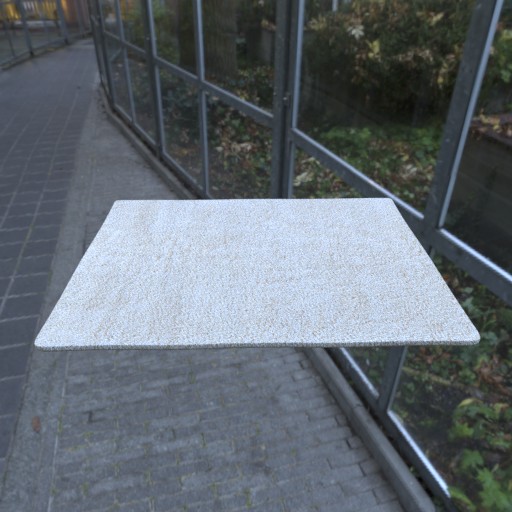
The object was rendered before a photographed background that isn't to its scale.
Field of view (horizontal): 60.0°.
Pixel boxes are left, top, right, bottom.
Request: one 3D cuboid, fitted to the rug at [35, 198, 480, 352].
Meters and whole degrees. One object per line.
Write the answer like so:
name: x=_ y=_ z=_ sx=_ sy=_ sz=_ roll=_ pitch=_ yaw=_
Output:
rug: x=0.000 y=0.000 z=2.075 sx=1.600 sy=0.027 sz=1.200 roll=-1 pitch=32 yaw=-1
